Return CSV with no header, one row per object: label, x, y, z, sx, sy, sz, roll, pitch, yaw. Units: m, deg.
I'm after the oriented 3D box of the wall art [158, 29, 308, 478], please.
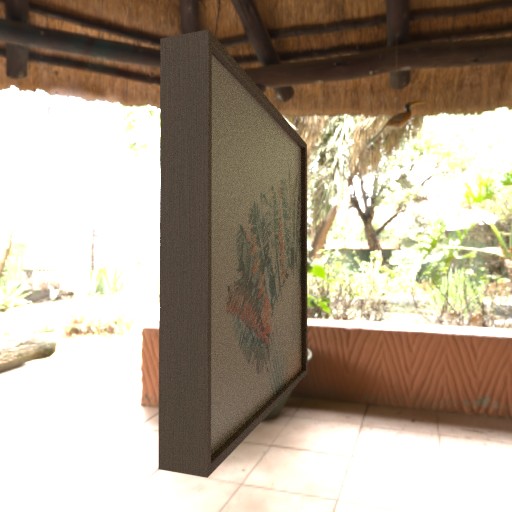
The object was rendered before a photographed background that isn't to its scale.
wall art,0.000,0.000,0.449,0.038,0.303,0.304,0,-1,19
